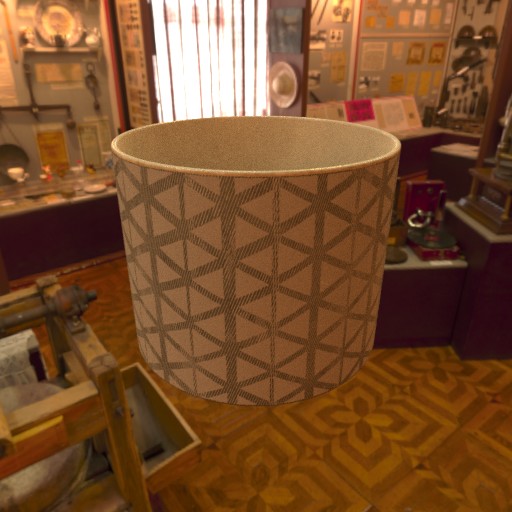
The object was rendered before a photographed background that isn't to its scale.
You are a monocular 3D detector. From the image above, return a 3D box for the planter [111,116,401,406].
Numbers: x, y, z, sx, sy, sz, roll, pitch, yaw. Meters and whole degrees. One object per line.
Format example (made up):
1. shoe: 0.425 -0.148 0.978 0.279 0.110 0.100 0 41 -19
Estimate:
1. planter: 0.000 0.000 0.341 0.190 0.181 0.190 0 26 0
